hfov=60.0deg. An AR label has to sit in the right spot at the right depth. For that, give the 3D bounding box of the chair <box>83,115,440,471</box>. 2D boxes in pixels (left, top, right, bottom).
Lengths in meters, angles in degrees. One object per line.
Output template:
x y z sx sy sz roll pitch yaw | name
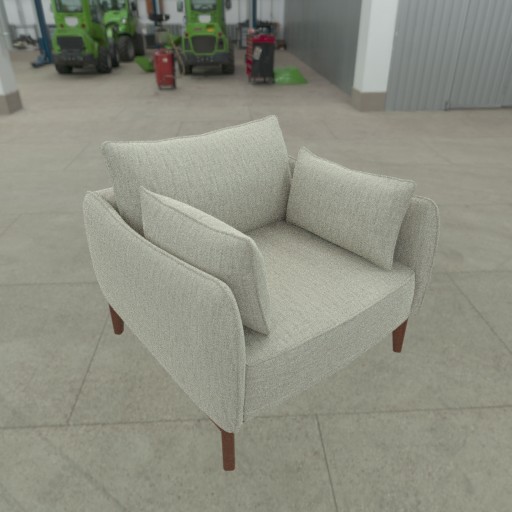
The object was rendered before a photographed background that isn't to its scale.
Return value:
0.000 0.000 1.707 0.994 0.855 0.991 -22 36 -33 | chair
